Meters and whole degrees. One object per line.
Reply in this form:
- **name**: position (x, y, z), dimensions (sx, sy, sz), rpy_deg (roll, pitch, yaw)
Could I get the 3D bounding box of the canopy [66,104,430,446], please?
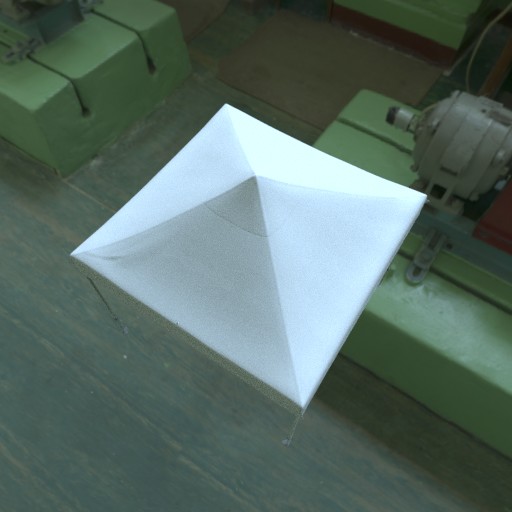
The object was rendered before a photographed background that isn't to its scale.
- **canopy**: position (0.000, 0.000, 5.543), dimensions (2.994, 2.998, 2.996), rpy_deg (29, 63, 17)
